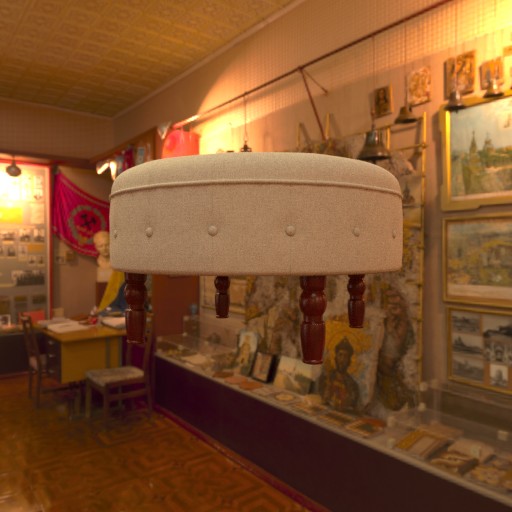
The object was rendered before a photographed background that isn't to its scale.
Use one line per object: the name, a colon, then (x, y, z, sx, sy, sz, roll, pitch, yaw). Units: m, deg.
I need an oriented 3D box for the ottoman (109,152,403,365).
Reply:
ottoman: (0.000, 0.000, 1.350, 0.849, 0.478, 0.849, 0, 1, 0)
